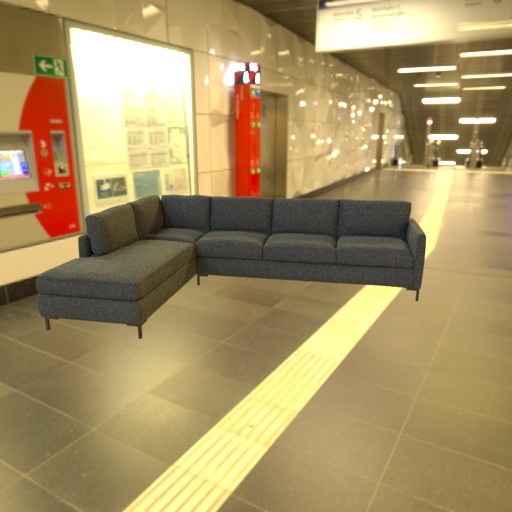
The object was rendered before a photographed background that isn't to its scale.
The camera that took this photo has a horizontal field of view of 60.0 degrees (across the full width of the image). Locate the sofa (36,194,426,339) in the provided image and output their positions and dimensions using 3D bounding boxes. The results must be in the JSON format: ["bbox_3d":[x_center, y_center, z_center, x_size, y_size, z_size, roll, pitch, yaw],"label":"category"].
[{"bbox_3d":[0.000,0.000,3.908,2.949,0.815,2.007,3,16,11],"label":"sofa"}]
